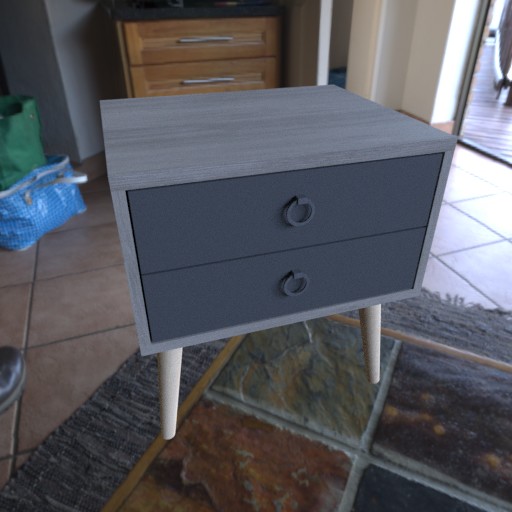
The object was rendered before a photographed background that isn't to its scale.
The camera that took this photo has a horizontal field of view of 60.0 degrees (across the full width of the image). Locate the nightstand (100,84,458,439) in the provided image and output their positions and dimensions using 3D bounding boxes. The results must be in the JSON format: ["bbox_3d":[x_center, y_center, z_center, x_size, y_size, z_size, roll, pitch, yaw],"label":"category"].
[{"bbox_3d":[0.000,0.000,0.810,0.450,0.500,0.380,-10,33,-15],"label":"nightstand"}]
